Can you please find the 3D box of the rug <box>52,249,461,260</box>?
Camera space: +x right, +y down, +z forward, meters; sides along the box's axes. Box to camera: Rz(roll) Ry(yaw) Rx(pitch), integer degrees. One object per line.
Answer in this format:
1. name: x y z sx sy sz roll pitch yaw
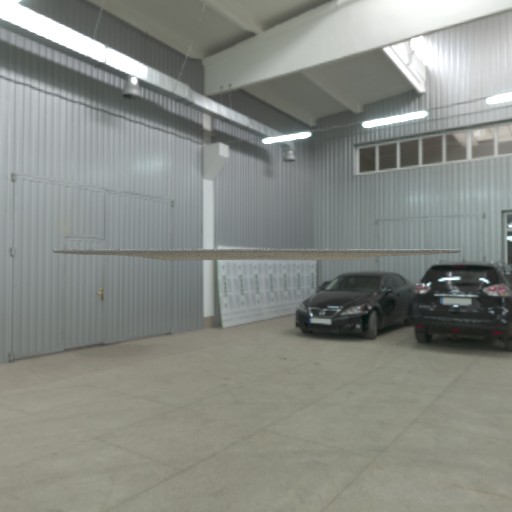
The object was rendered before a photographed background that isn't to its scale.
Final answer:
1. rug: 0.000 0.000 4.217 2.434 0.045 3.202 0 -1 0
